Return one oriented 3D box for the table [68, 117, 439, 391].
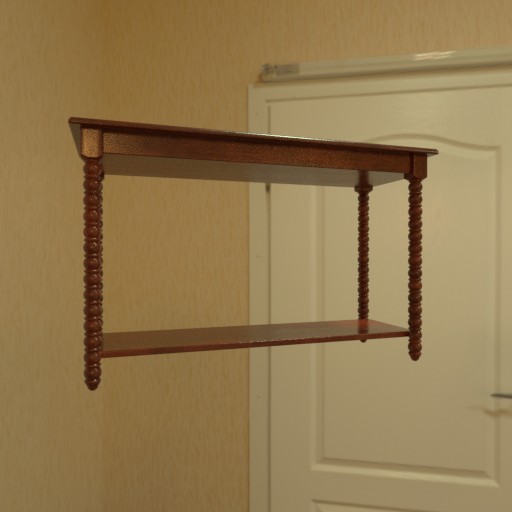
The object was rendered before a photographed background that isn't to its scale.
[{"bbox_3d":[0.000,0.000,1.558,1.184,0.740,0.459,0,0,-18],"label":"table"}]
